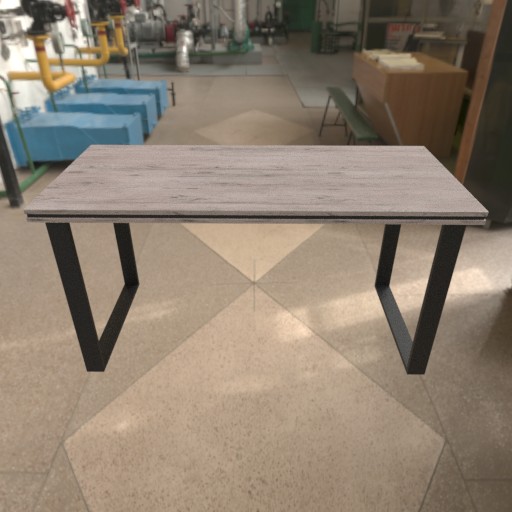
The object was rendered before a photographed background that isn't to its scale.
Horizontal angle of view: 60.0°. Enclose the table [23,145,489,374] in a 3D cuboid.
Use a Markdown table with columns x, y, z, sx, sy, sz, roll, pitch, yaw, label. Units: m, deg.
| x | y | z | sx | sy | sz | roll | pitch | yaw | label |
| --- | --- | --- | --- | --- | --- | --- | --- | --- | --- |
| 0.000 | 0.000 | 2.267 | 1.778 | 0.899 | 0.795 | 0 | 32 | 1 | table |
